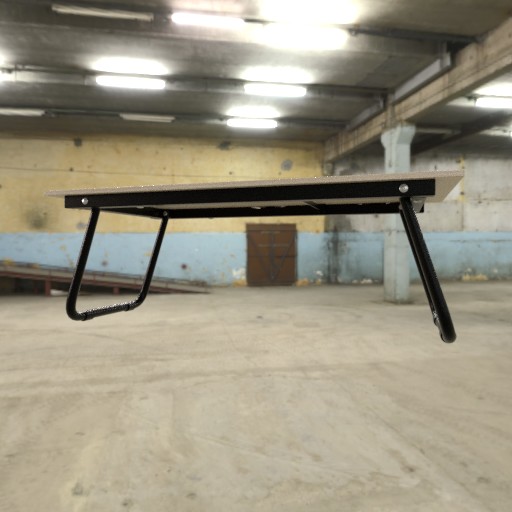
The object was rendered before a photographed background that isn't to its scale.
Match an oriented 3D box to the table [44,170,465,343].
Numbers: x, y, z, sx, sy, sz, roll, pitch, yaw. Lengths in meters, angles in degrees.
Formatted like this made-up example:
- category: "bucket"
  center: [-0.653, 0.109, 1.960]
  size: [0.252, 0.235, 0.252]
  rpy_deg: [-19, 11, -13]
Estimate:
- category: "table"
  center: [0.000, 0.000, 0.796]
  size: [0.644, 0.242, 0.322]
  rpy_deg: [0, 1, 18]
